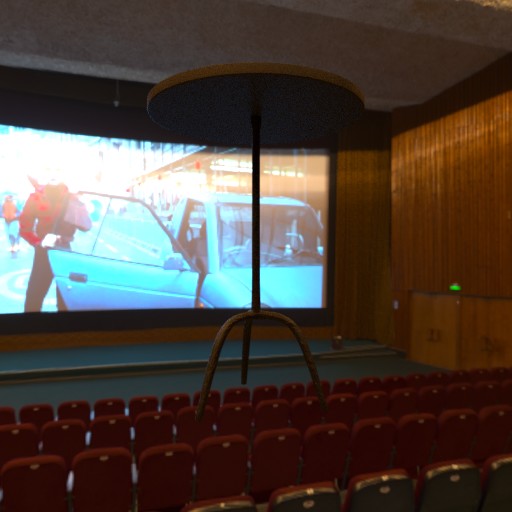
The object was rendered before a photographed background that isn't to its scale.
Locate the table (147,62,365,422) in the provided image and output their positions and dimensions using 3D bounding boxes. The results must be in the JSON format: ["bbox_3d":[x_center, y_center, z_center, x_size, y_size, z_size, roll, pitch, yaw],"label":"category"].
[{"bbox_3d":[0.000,0.000,1.051,0.502,0.700,0.502,0,0,-18],"label":"table"}]
